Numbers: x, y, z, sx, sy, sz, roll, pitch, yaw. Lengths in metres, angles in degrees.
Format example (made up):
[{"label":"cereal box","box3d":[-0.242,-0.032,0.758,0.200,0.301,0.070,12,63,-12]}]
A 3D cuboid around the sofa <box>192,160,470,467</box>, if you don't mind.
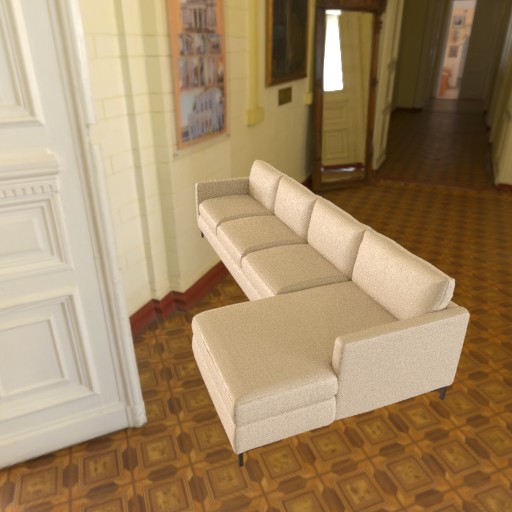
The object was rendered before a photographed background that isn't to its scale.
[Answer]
[{"label":"sofa","box3d":[0.000,0.000,3.178,1.258,0.755,2.731,-9,27,-19]}]
